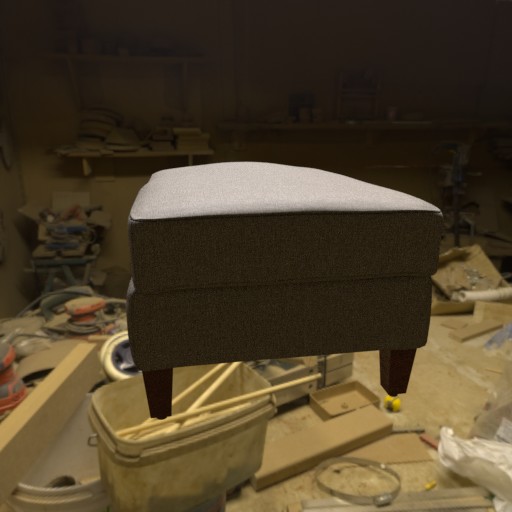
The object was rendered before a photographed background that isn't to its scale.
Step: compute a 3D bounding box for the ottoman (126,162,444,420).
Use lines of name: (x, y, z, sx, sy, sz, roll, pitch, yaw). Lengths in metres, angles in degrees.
ottoman: (0.000, 0.000, 1.258, 0.639, 0.494, 0.873, -3, 16, -9)
